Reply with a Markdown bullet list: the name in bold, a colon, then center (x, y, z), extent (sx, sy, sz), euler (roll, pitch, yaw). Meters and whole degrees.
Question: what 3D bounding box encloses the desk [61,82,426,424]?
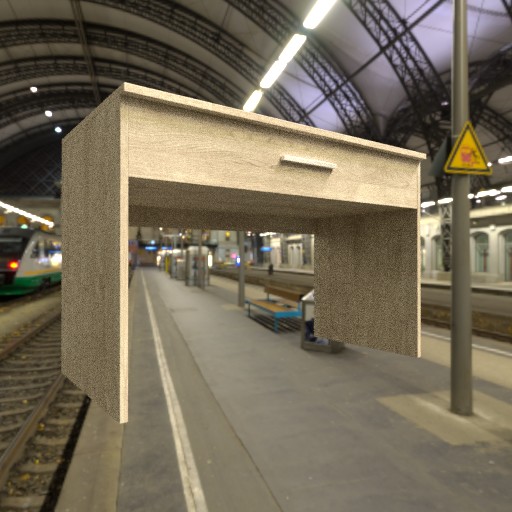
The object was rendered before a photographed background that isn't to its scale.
- **desk**: center (0.000, 0.000, 1.487), extent (1.100, 0.730, 0.560), euler (0, 0, -36)
